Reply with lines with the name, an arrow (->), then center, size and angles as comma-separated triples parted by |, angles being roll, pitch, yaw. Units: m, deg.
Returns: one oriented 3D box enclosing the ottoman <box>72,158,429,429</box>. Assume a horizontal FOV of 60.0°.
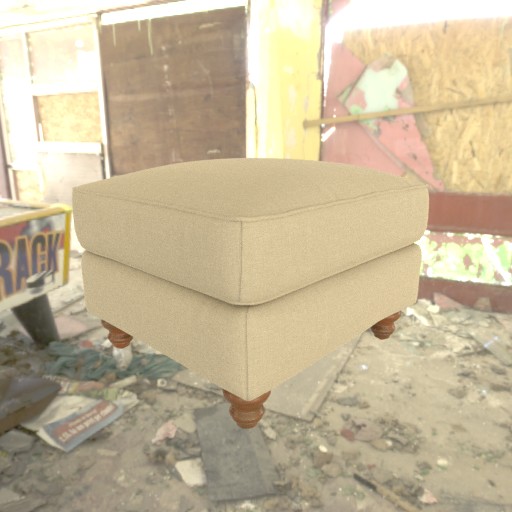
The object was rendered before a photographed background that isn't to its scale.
ottoman -> 0.000, 0.000, 1.181 | 0.662, 0.505, 0.716 | 15, 21, 42
